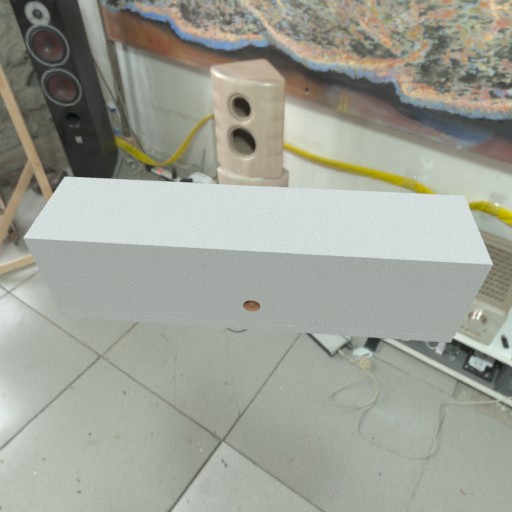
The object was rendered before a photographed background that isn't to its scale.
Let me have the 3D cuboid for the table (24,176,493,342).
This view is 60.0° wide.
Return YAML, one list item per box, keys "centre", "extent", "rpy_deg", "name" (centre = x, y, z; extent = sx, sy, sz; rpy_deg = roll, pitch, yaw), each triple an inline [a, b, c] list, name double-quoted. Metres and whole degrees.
- centre: [0.000, 0.000, 1.754]
  extent: [1.550, 0.440, 0.400]
  rpy_deg: [3, 45, 3]
  name: "table"
